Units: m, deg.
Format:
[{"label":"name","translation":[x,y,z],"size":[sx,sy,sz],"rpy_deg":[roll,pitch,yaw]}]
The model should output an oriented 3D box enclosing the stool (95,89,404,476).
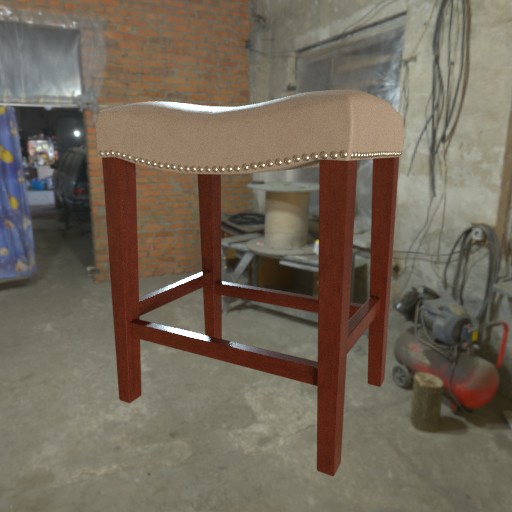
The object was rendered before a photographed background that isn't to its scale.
[{"label":"stool","translation":[0.000,0.000,0.942],"size":[0.509,0.632,0.375],"rpy_deg":[7,15,28]}]
